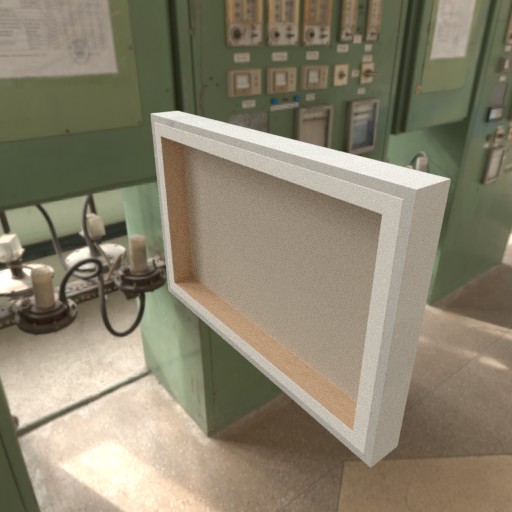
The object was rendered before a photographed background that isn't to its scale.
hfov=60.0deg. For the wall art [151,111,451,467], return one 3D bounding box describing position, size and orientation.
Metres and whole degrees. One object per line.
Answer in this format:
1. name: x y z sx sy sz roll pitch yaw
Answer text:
1. wall art: 0.000 0.000 0.479 0.038 0.254 0.381 -19 32 -33
